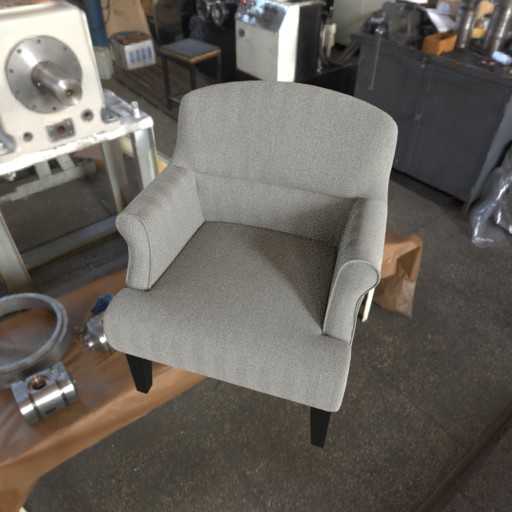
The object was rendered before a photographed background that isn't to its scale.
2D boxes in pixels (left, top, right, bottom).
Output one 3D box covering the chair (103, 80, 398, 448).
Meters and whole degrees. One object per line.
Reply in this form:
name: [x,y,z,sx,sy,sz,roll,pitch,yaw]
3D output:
chair: [0.000,0.000,1.439,0.772,0.880,0.755,12,42,14]
